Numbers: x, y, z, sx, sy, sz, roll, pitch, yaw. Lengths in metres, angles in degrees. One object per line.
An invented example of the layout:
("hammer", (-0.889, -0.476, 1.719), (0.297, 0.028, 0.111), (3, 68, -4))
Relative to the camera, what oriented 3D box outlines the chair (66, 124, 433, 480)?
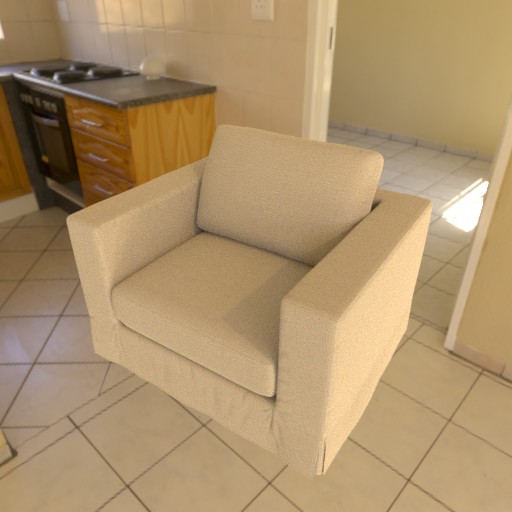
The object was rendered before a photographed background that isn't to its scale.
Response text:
("chair", (0.000, 0.000, 1.824), (1.150, 0.878, 0.957), (19, 36, 28))
